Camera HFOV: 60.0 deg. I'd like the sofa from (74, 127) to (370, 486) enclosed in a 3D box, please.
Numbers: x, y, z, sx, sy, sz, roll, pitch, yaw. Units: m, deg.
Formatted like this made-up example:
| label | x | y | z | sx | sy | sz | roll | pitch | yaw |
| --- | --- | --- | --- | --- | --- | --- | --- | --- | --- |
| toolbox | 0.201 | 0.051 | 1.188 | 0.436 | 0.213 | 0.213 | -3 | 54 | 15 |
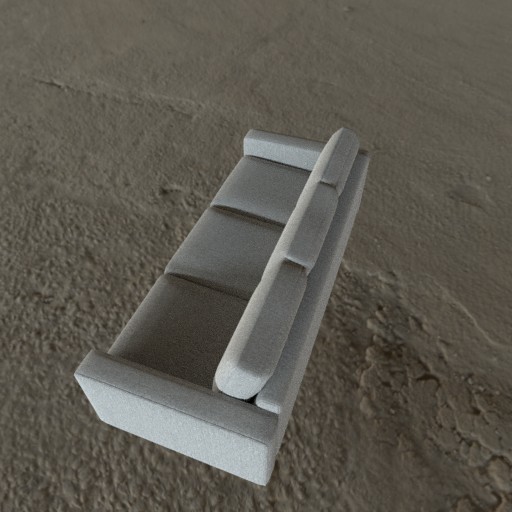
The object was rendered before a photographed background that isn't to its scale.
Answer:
| label | x | y | z | sx | sy | sz | roll | pitch | yaw |
| --- | --- | --- | --- | --- | --- | --- | --- | --- | --- |
| sofa | 0.000 | 0.000 | 2.563 | 0.900 | 0.800 | 2.120 | 15 | 48 | 14 |
